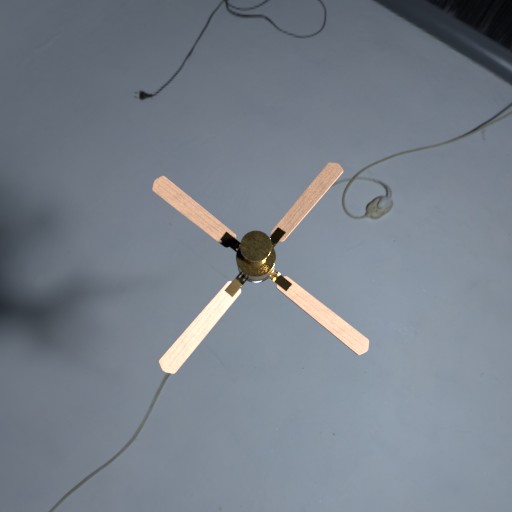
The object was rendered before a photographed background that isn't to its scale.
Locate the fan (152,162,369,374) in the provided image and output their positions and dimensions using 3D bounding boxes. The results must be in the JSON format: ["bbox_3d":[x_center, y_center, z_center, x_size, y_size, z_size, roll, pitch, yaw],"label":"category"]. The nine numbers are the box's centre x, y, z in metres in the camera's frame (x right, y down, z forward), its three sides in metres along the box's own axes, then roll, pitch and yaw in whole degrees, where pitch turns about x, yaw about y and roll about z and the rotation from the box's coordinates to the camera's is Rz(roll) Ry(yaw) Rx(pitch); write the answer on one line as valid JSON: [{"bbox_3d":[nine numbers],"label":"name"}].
[{"bbox_3d":[0.000,0.000,2.029,1.320,0.355,1.320,39,79,9],"label":"fan"}]
